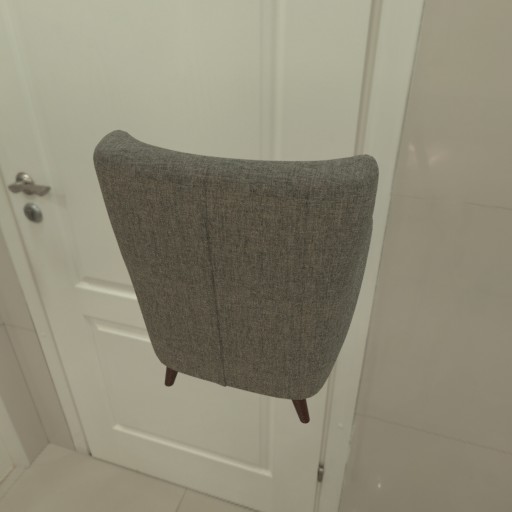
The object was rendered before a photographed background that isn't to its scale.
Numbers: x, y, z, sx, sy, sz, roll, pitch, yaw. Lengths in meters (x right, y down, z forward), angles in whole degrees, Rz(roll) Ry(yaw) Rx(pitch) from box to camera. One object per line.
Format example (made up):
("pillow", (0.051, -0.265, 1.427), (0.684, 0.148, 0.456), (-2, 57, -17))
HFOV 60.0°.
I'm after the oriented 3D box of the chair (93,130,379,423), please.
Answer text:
("chair", (0.000, 0.000, 1.788), (0.878, 1.063, 0.904), (10, 33, 16))
